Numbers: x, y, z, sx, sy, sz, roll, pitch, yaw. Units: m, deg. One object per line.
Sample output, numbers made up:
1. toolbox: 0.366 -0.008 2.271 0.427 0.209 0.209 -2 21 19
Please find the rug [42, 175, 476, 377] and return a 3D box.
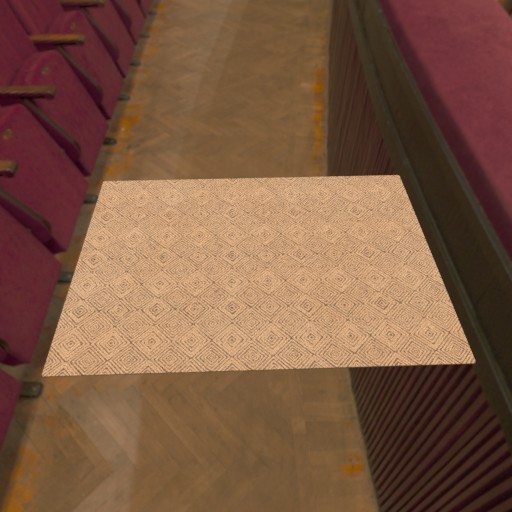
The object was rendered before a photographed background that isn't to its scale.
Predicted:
1. rug: 0.000 0.000 2.819 2.238 0.008 1.593 -1 47 -1
